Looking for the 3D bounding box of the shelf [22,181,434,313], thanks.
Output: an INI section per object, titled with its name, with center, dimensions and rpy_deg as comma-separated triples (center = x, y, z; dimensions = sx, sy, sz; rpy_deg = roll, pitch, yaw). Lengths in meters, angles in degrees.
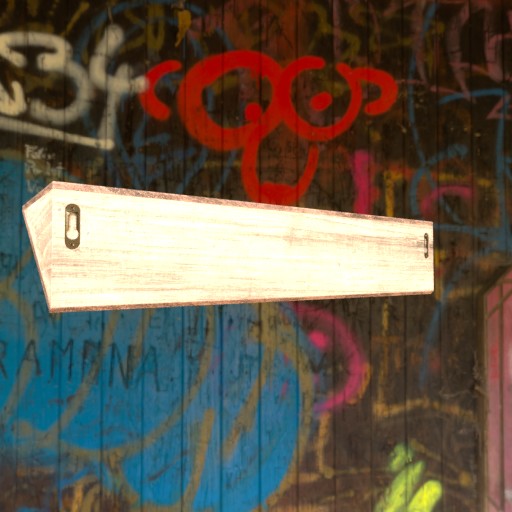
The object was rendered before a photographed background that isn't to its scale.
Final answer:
[shelf]
center = 0.000, 0.000, 0.674
dimensions = 0.610, 0.125, 0.200
rpy_deg = 1, -2, -35
